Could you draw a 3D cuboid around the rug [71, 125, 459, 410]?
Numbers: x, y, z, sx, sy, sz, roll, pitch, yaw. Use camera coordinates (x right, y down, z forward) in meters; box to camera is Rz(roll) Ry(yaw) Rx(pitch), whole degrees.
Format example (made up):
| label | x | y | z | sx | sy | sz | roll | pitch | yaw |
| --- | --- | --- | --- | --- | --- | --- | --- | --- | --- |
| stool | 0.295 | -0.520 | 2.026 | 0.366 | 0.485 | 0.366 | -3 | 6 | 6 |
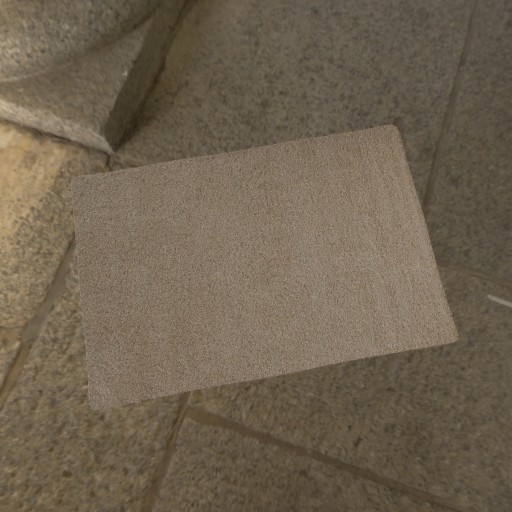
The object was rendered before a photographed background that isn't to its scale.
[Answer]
| label | x | y | z | sx | sy | sz | roll | pitch | yaw |
| --- | --- | --- | --- | --- | --- | --- | --- | --- | --- |
| rug | 0.000 | 0.000 | 3.399 | 2.700 | 0.024 | 1.801 | -10 | 76 | -3 |
